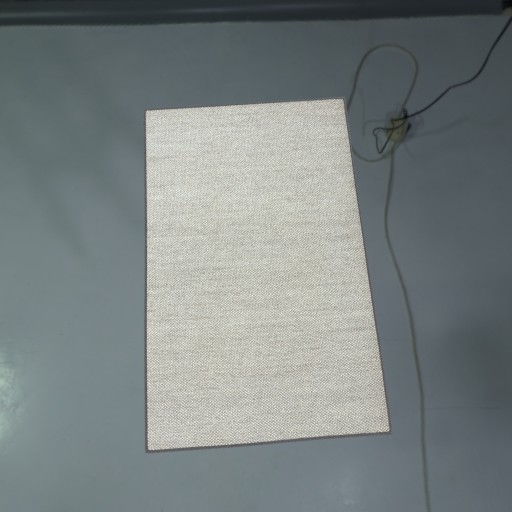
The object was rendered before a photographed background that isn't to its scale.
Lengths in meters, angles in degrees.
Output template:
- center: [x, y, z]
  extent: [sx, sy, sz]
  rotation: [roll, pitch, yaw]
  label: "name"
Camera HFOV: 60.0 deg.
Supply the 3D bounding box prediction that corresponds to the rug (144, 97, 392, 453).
- center: [0.000, 0.000, 2.116]
  extent: [1.067, 0.013, 1.676]
  rotation: [-4, 75, -1]
  label: "rug"
